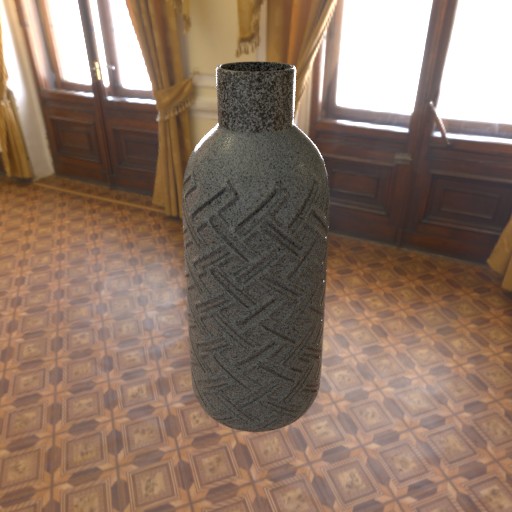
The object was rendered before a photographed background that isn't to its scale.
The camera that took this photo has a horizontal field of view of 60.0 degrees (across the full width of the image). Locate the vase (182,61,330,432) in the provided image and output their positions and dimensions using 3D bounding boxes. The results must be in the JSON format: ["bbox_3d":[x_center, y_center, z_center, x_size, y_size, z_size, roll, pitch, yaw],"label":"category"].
[{"bbox_3d":[0.000,0.000,0.356,0.122,0.282,0.122,0,30,0],"label":"vase"}]
